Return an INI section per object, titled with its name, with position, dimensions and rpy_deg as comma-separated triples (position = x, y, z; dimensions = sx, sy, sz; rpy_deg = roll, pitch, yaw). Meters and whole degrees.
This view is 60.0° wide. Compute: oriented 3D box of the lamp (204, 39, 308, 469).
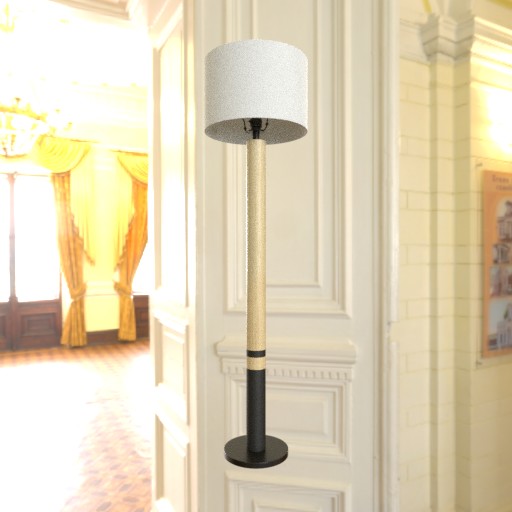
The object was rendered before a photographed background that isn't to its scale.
[lamp]
position = 0.000, 0.000, 1.656
dimensions = 0.381, 1.478, 0.381
rpy_deg = 0, 1, 16
